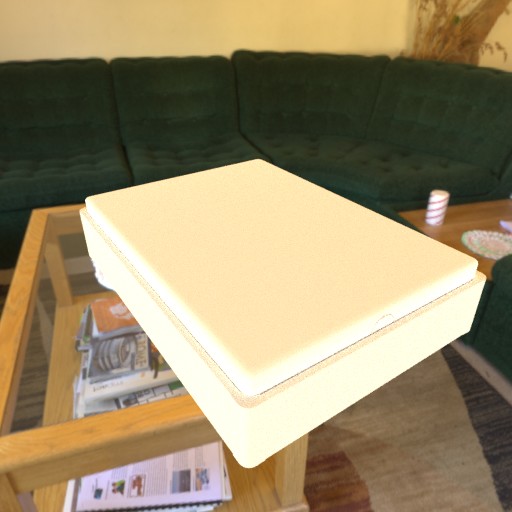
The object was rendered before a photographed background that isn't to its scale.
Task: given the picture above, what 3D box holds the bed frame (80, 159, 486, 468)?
[{"bbox_3d":[0.000,0.000,2.499,1.400,0.406,1.900,-19,36,-29],"label":"bed frame"}]
